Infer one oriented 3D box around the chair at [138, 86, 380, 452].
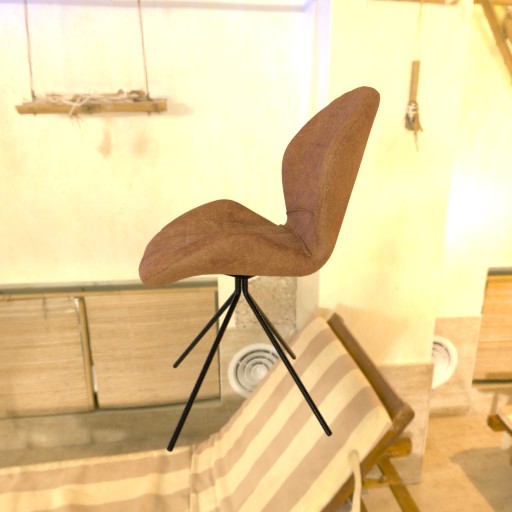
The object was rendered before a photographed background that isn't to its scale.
[{"bbox_3d":[0.000,0.000,1.284,0.640,0.929,0.527,-2,16,-8],"label":"chair"}]
